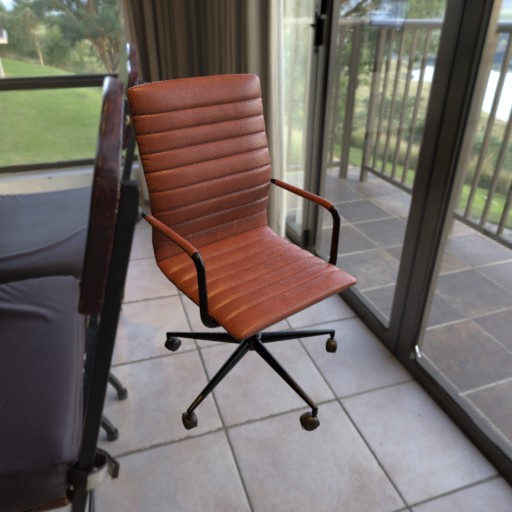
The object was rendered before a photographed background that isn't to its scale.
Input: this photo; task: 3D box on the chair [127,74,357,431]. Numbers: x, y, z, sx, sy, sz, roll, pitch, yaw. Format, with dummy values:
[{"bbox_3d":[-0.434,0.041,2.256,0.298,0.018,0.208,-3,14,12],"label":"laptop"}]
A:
[{"bbox_3d":[0.000,0.000,1.240,0.600,0.878,0.578,-21,36,-32],"label":"chair"}]
